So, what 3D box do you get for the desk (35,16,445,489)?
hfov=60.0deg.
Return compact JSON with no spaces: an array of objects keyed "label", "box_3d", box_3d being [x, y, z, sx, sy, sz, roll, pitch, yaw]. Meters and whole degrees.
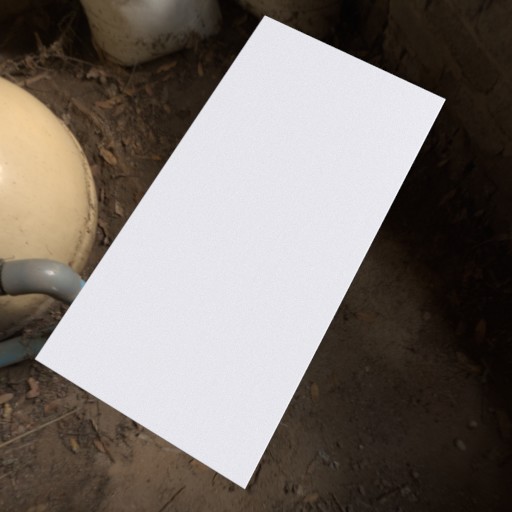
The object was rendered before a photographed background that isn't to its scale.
[{"label":"desk","box_3d":[0.000,0.000,1.466,0.560,0.730,1.100,28,77,7]}]
